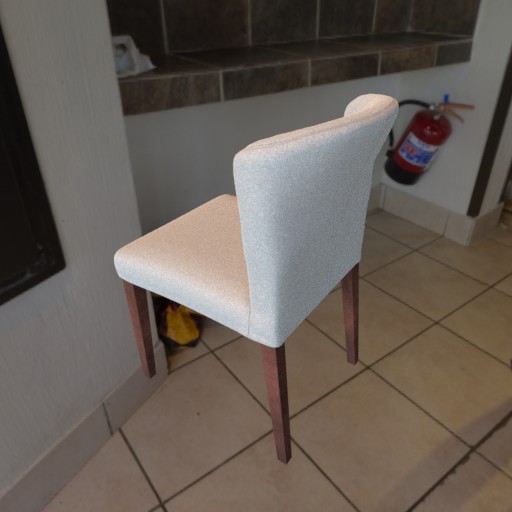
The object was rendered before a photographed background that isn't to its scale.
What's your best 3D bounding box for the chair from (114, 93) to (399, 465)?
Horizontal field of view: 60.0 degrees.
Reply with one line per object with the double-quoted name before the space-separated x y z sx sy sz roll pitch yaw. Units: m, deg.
"chair" 0.000 0.000 1.167 0.592 0.839 0.491 20 37 29
